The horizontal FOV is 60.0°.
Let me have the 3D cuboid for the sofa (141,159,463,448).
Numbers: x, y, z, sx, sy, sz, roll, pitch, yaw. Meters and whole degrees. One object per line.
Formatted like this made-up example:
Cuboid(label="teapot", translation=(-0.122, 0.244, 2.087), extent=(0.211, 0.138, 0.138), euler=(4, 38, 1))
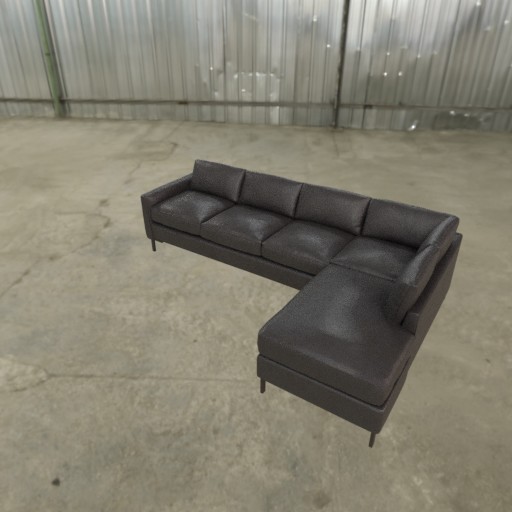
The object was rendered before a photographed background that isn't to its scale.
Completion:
Cuboid(label="sofa", translation=(0.000, 0.000, 3.843), extent=(2.984, 0.877, 1.938), euler=(18, 34, 29))
